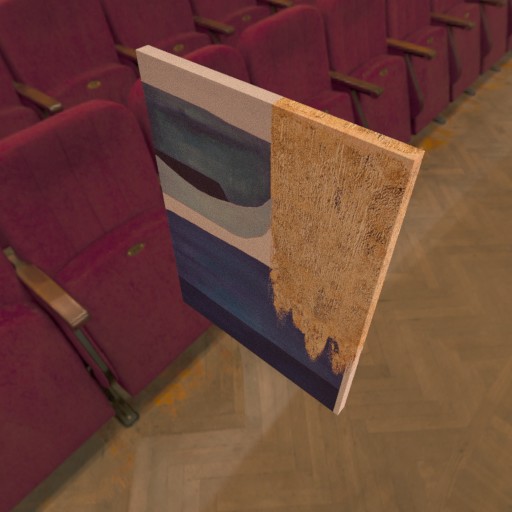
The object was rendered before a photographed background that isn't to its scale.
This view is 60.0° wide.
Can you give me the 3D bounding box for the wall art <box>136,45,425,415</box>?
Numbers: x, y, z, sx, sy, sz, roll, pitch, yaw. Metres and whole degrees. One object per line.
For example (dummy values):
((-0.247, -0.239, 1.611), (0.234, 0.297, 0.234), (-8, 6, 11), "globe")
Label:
((0.000, 0.000, 0.796), (0.458, 0.613, 0.026), (31, 53, 27), "wall art")
